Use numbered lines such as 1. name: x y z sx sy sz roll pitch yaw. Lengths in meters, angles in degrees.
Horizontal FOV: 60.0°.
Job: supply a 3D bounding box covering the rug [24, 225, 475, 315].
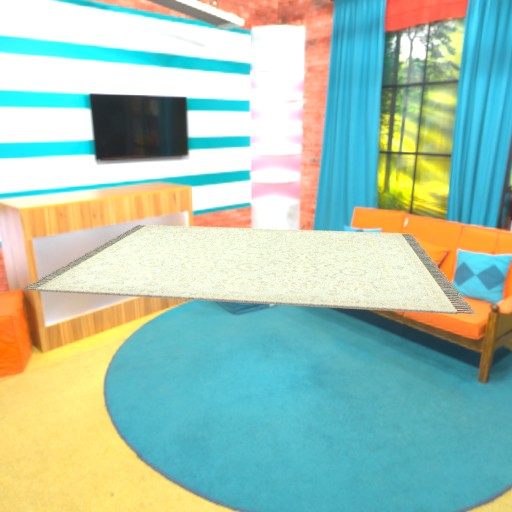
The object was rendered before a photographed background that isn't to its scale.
1. rug: 0.000 0.000 2.294 1.771 0.015 1.223 2 17 8
